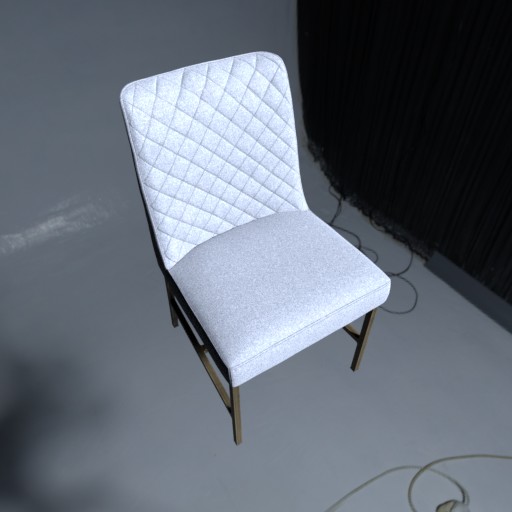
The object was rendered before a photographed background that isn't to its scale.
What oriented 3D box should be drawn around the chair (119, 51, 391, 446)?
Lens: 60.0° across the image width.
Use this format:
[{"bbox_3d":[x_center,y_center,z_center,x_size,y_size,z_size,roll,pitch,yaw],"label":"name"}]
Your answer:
[{"bbox_3d":[0.000,0.000,1.257,0.508,0.889,0.587,-24,50,-22],"label":"chair"}]
